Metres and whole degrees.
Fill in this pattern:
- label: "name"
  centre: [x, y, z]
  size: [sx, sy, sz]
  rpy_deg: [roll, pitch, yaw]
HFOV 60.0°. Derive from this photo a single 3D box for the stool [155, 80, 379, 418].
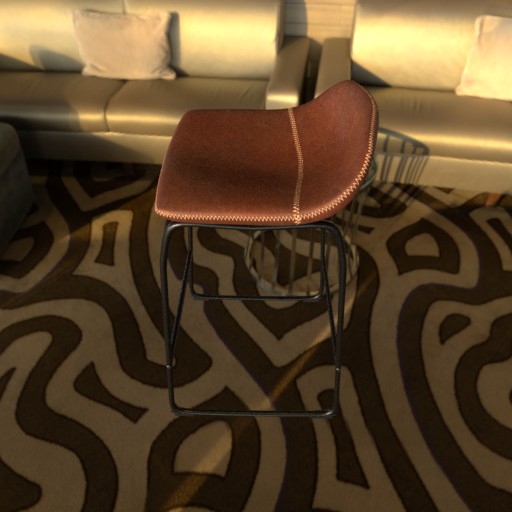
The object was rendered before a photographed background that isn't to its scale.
- label: "stool"
  centre: [0.000, 0.000, 1.140]
  size: [0.473, 0.830, 0.454]
  rpy_deg: [1, 43, 1]
